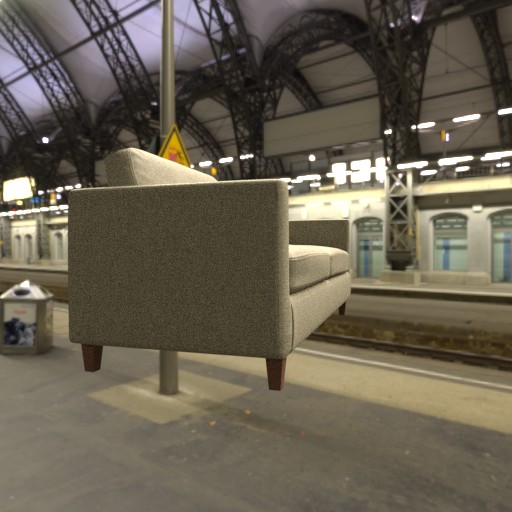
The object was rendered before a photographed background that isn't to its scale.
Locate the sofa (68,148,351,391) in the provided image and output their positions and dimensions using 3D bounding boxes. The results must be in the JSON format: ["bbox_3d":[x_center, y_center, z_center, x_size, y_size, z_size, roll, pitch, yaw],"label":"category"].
[{"bbox_3d":[0.000,0.000,2.708,0.956,0.960,2.208,0,1,18],"label":"sofa"}]
